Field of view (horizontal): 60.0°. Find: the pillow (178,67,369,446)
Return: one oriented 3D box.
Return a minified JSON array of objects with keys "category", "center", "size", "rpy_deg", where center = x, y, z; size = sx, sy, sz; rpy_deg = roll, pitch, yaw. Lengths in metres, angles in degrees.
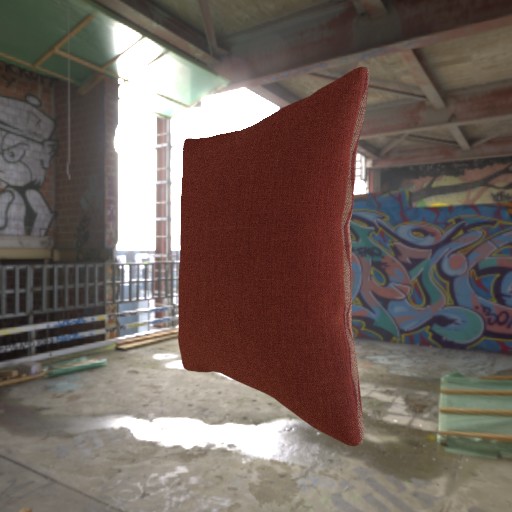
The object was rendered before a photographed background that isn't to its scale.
[{"category":"pillow","center":[0.000,0.000,0.669],"size":[0.159,0.434,0.429],"rpy_deg":[0,1,-38]}]
